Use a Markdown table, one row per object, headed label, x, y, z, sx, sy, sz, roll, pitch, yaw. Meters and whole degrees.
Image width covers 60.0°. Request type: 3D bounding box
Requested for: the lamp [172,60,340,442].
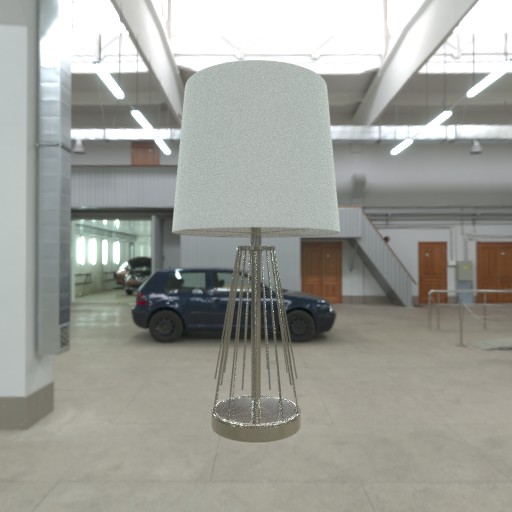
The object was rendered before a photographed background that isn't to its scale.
| label | x | y | z | sx | sy | sz | roll | pitch | yaw |
| --- | --- | --- | --- | --- | --- | --- | --- | --- | --- |
| lamp | 0.000 | 0.000 | 0.814 | 0.303 | 0.618 | 0.303 | 0 | -1 | 0 |
